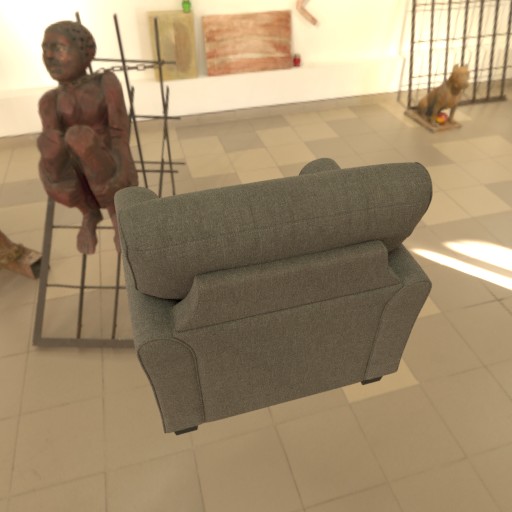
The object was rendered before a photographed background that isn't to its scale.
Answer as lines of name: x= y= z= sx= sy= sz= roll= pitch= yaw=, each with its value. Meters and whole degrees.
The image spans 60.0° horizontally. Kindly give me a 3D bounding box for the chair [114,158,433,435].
chair: x=0.000 y=0.000 z=1.632 sx=0.941 sy=0.890 sz=0.816 roll=-11 pitch=42 yaw=-12
